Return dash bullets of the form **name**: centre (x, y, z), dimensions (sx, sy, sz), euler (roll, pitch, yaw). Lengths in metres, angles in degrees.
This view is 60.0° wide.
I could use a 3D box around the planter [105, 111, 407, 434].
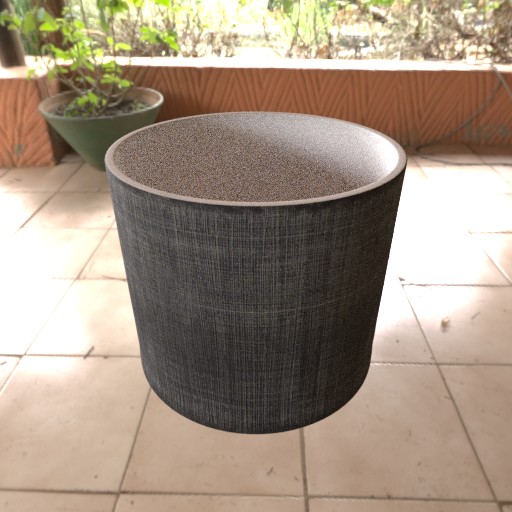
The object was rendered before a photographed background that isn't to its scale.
- **planter**: centre (0.000, 0.000, 0.311), dimensions (0.178, 0.157, 0.178), euler (0, 31, 0)
